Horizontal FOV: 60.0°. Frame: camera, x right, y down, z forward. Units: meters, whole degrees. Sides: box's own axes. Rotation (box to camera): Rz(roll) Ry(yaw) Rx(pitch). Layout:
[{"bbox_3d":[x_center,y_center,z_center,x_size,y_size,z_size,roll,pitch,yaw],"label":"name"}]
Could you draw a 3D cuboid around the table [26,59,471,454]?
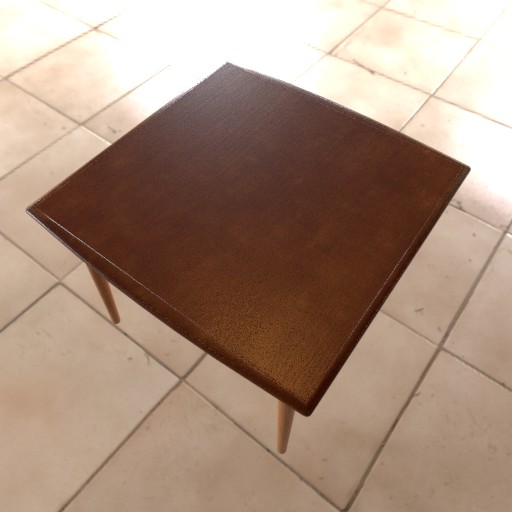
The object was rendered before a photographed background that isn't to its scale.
[{"bbox_3d":[0.000,0.000,1.651,0.991,0.754,0.991,32,62,19],"label":"table"}]
